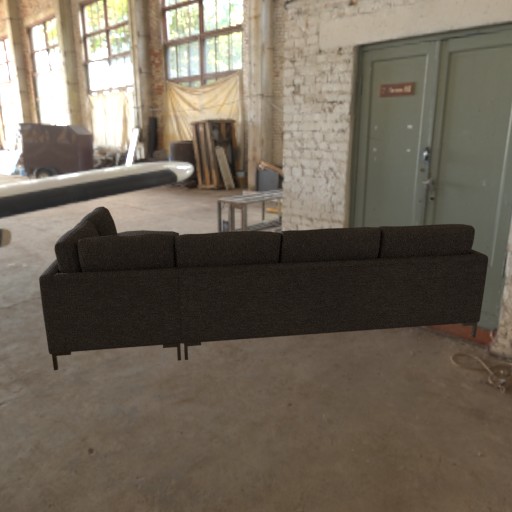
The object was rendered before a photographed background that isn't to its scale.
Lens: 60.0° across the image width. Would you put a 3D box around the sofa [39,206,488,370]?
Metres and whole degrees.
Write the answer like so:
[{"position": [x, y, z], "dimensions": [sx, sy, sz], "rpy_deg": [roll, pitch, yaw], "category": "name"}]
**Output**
[{"position": [0.000, 0.000, 3.787], "dimensions": [2.949, 0.815, 2.007], "rpy_deg": [-2, 16, -9], "category": "sofa"}]
